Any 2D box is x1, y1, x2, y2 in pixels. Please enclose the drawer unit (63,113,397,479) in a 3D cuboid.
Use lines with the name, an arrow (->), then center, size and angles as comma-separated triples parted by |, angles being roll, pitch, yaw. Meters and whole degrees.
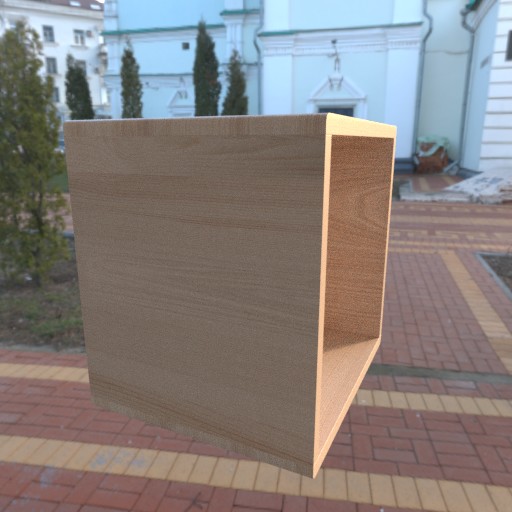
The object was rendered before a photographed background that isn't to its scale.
drawer unit -> 0.000, 0.000, 0.601 | 0.290, 0.344, 0.344 | 7, 16, 25
